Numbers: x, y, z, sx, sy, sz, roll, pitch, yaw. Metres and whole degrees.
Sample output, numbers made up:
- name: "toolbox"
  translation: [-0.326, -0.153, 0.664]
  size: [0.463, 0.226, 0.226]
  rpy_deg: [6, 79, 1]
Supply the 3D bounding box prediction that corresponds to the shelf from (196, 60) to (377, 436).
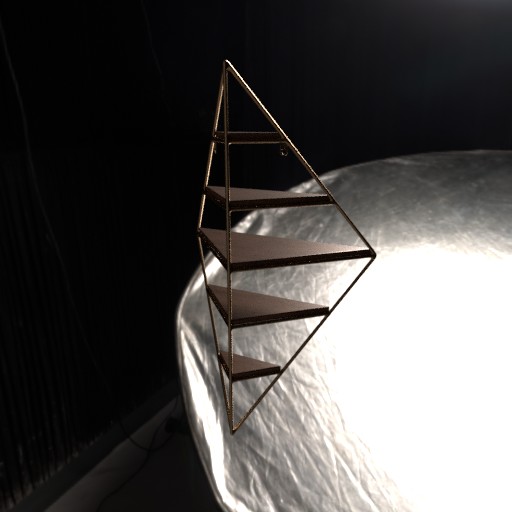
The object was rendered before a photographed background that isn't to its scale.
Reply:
- name: "shelf"
  translation: [0.000, 0.000, 1.160]
  size: [0.564, 0.913, 0.294]
  rpy_deg: [8, 19, 26]
